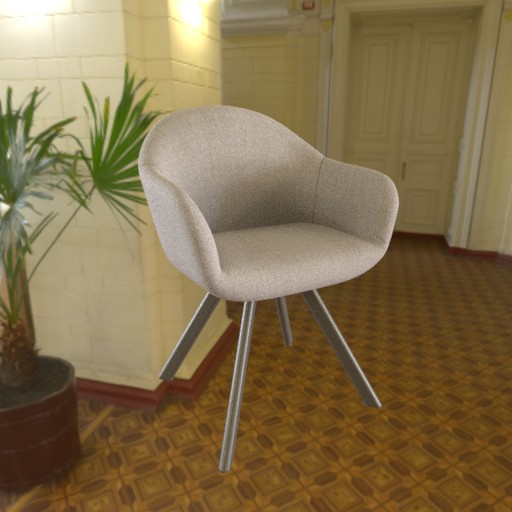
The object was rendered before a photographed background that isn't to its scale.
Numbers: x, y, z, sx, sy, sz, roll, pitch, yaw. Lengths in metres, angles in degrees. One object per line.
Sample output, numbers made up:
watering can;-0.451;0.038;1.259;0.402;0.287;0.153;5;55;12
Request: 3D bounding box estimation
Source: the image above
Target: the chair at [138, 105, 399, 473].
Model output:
chair;0.000;0.000;1.213;0.590;0.795;0.550;-10;19;-29
